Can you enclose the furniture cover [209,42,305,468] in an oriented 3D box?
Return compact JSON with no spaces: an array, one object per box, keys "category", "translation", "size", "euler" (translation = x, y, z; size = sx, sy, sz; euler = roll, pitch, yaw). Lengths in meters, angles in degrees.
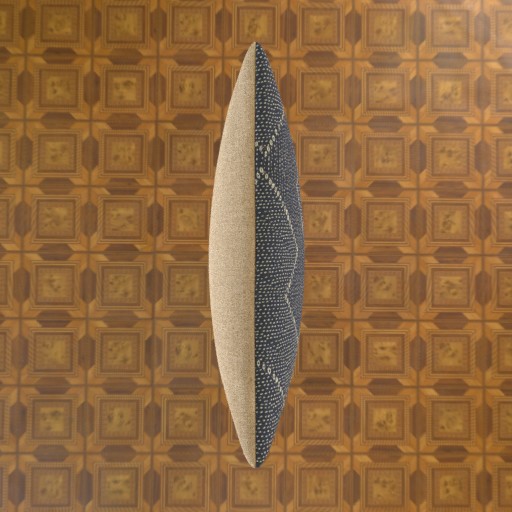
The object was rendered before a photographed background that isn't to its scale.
[{"category":"furniture cover","translation":[0.000,0.000,0.768],"size":[0.162,0.503,0.511],"euler":[0,89,0]}]
